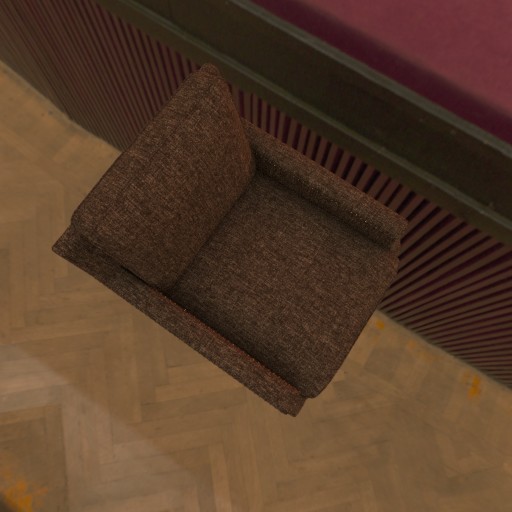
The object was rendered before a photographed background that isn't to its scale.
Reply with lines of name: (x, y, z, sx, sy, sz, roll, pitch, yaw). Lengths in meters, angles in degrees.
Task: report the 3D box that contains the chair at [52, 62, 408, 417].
chair: (0.000, 0.000, 1.736, 1.014, 0.943, 0.853, 34, 78, 8)
